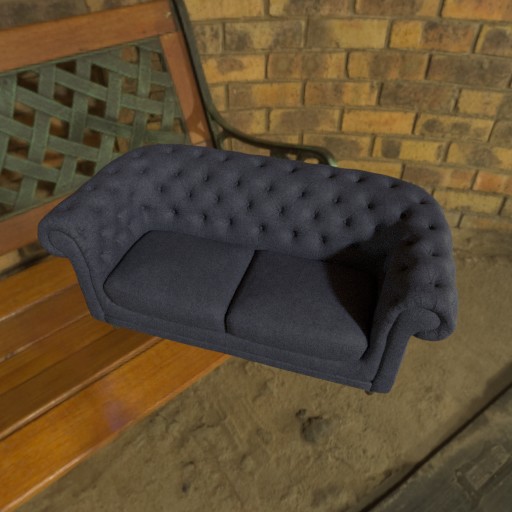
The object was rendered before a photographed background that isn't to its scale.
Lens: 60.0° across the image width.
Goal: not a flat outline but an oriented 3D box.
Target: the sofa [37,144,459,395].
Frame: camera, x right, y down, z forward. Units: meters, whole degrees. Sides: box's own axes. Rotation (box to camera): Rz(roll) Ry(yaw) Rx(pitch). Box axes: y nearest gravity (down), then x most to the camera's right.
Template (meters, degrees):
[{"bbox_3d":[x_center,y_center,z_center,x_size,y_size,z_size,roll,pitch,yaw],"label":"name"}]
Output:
[{"bbox_3d":[0.000,0.000,2.516,1.988,0.833,1.082,11,42,13],"label":"sofa"}]
